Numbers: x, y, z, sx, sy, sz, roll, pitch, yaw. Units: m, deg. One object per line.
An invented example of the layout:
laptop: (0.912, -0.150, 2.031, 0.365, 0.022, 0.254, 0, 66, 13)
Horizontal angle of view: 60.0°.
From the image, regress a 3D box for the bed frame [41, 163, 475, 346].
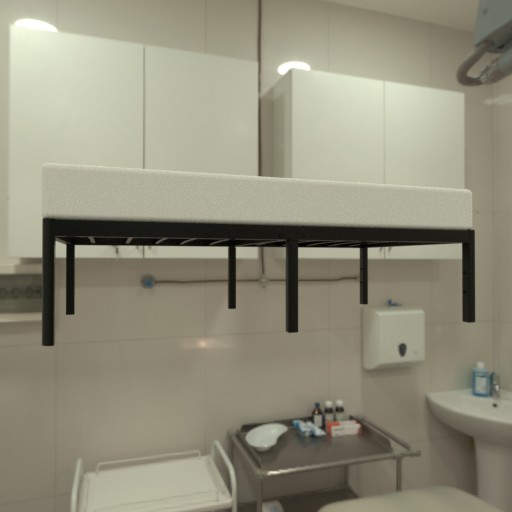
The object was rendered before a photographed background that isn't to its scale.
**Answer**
bed frame: (0.000, 0.000, 2.355, 1.950, 0.659, 1.023, 0, -1, -18)
